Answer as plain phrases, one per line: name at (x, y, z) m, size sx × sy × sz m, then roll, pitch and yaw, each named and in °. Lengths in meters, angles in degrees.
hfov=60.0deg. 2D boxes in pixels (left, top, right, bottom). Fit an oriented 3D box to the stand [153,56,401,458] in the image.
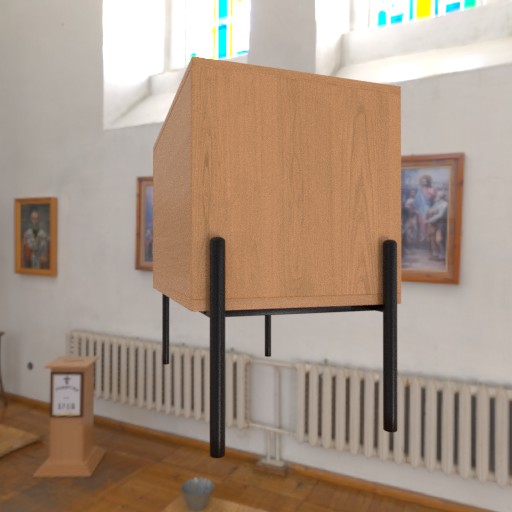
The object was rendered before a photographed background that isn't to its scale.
stand at (0.000, 0.000, 1.005) m, size 0.400 × 0.600 × 0.630 m, roll 0°, pitch 0°, yaw -19°
